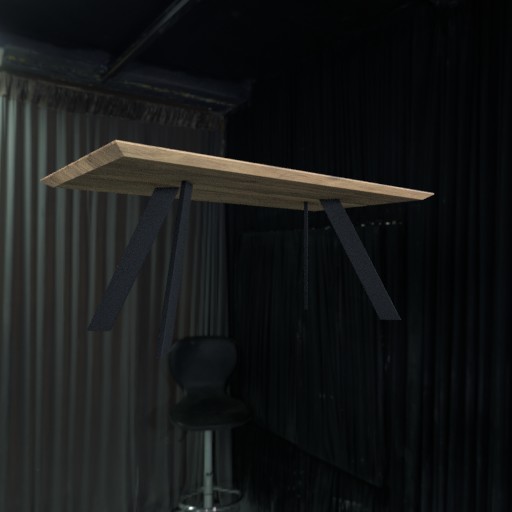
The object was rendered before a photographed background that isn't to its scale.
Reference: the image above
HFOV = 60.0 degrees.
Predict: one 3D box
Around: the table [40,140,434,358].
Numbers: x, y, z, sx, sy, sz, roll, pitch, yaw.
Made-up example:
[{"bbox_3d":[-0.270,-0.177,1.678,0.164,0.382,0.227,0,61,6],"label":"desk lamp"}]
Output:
[{"bbox_3d":[0.000,0.000,2.482,2.000,0.770,1.000,0,0,-39],"label":"table"}]
